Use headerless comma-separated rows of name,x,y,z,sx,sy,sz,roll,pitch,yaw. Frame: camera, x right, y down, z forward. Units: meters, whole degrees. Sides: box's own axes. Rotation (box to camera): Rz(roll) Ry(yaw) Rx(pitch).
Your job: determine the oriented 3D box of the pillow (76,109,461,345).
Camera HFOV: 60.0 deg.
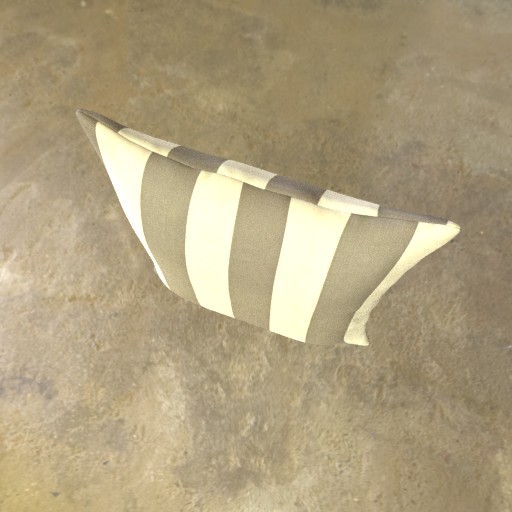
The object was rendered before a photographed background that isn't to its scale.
pillow,0.000,0.000,0.782,0.522,0.507,0.192,19,65,9
